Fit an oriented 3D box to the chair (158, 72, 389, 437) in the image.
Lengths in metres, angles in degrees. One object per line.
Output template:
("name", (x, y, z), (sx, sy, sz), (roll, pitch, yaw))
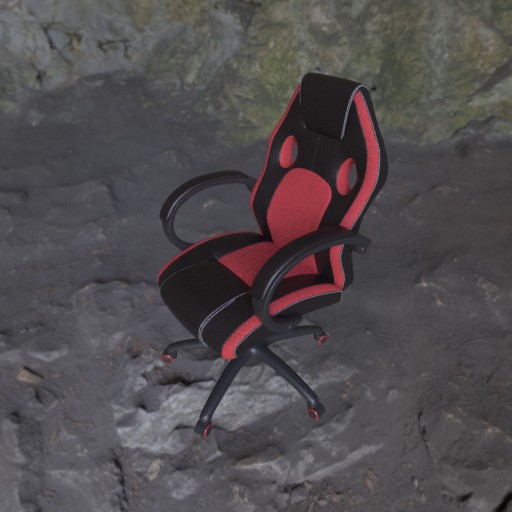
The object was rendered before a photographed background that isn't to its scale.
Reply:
("chair", (0.000, 0.000, 1.662), (0.783, 1.189, 0.750), (-21, 38, -30))
